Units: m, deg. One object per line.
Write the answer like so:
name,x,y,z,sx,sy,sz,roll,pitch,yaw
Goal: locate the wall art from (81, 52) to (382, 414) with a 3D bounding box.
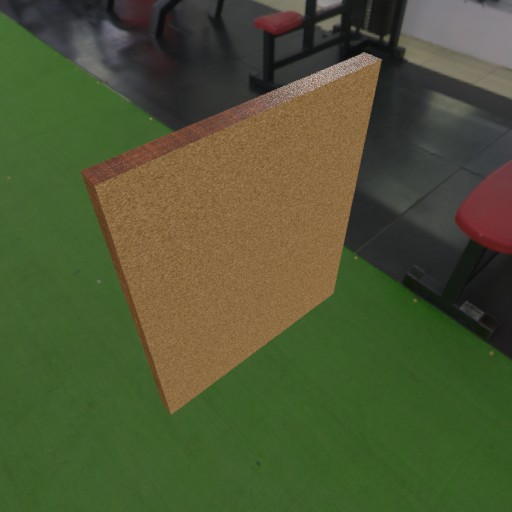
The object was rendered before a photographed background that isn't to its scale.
wall art,0.000,0.000,0.778,0.467,0.567,0.033,-32,55,-26
